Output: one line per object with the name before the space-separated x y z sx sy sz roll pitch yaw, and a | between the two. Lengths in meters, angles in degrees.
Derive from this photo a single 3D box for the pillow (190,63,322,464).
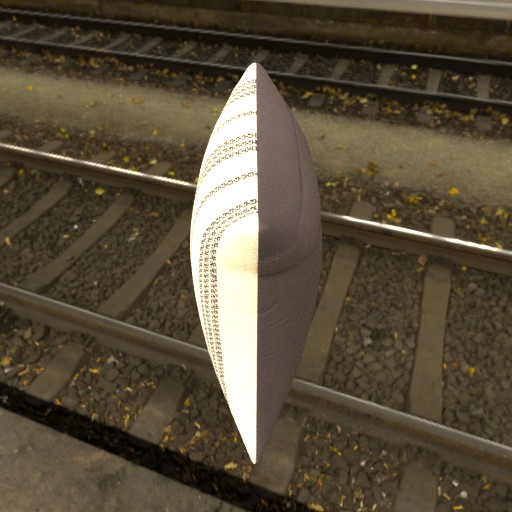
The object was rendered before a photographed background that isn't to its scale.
pillow | 0.000 0.000 0.628 0.173 0.406 0.405 0 41 0
